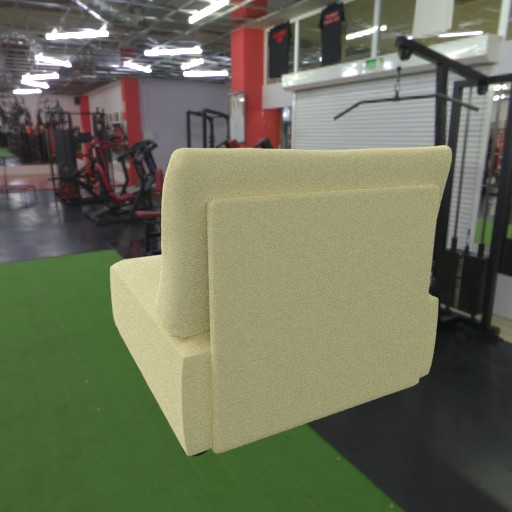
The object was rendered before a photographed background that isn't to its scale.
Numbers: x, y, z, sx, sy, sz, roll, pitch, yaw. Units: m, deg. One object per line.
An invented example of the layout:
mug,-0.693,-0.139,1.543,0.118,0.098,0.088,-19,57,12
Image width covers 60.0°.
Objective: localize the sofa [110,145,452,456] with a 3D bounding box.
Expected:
sofa,0.000,0.000,1.681,0.930,0.820,1.000,-8,17,-27
